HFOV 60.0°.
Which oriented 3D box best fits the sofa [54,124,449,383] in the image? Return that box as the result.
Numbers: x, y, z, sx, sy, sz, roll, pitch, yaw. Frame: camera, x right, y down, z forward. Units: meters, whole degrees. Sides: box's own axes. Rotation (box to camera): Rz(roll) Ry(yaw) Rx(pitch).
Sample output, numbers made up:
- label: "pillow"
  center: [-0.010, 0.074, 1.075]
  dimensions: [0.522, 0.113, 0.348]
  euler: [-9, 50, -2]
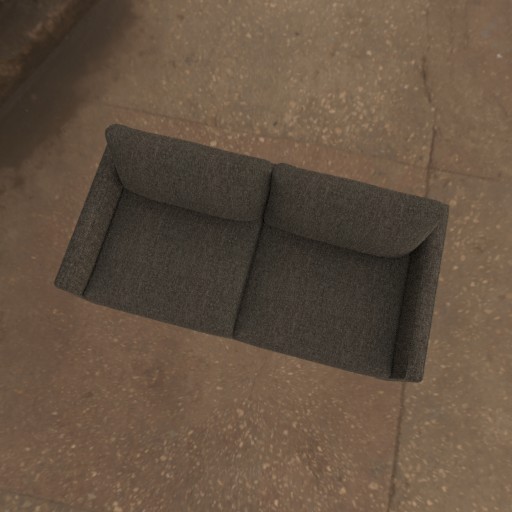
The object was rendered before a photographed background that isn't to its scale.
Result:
- label: "sofa"
  center: [0.000, 0.000, 2.234]
  dimensions: [1.716, 0.862, 0.866]
  euler: [14, 76, 4]
